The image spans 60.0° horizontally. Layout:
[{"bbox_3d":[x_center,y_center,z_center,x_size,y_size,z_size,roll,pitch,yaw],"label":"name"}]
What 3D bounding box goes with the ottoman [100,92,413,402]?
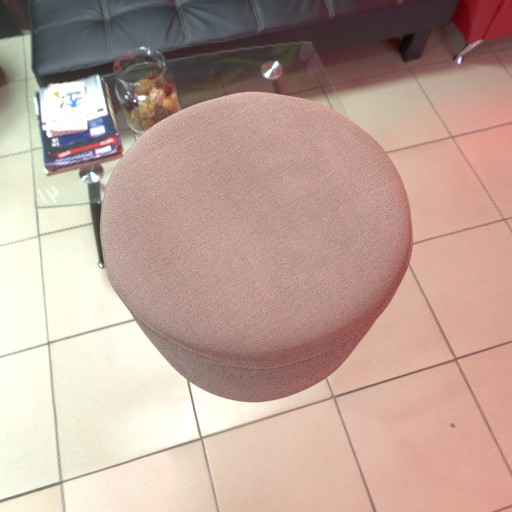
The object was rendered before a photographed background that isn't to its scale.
[{"bbox_3d":[0.000,0.000,0.850,0.497,0.409,0.497,0,63,0],"label":"ottoman"}]
